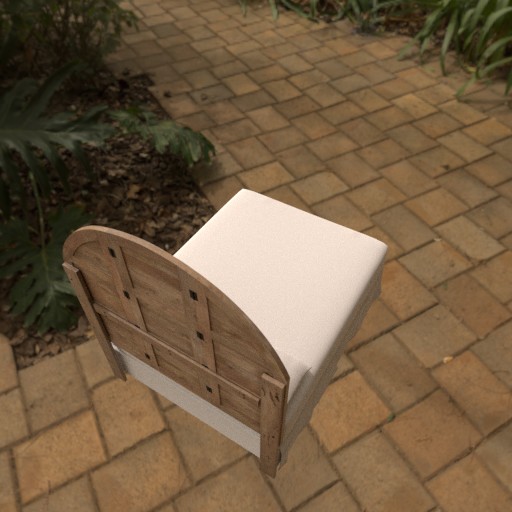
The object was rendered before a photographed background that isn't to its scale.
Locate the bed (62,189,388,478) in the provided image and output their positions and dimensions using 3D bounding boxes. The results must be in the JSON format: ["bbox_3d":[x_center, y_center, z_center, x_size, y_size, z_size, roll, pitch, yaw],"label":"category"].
[{"bbox_3d":[0.000,0.000,3.449,1.713,2.002,2.112,24,51,21],"label":"bed"}]
